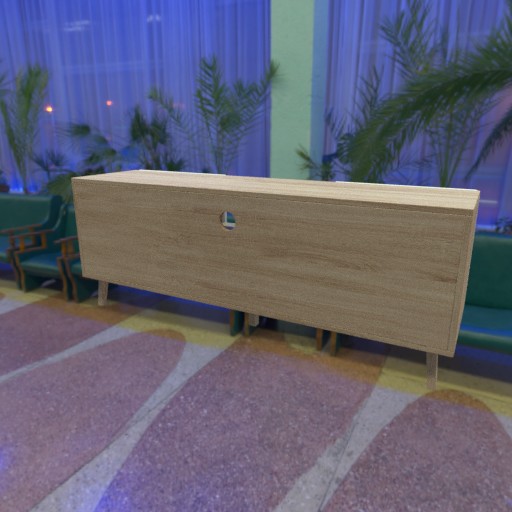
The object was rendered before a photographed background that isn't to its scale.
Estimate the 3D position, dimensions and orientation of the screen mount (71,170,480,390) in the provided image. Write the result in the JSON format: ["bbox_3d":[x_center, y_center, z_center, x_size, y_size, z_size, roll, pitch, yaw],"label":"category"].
[{"bbox_3d":[0.000,0.000,1.741,1.500,0.570,0.420,9,19,27],"label":"screen mount"}]
